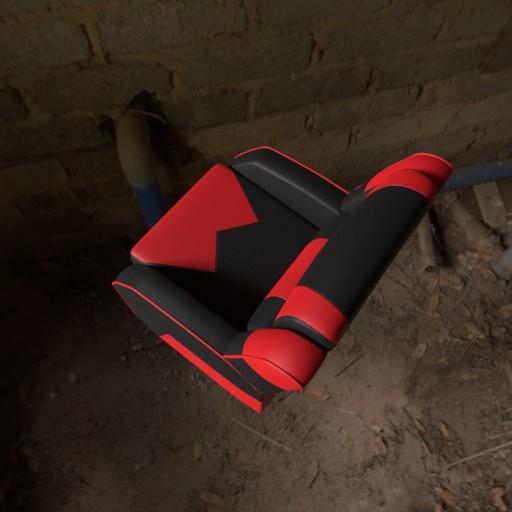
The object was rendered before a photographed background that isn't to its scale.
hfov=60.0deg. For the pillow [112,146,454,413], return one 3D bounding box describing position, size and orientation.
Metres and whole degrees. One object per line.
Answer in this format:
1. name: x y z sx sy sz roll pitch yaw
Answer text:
1. pillow: 0.000 0.000 1.291 0.672 0.805 0.620 34 68 16
